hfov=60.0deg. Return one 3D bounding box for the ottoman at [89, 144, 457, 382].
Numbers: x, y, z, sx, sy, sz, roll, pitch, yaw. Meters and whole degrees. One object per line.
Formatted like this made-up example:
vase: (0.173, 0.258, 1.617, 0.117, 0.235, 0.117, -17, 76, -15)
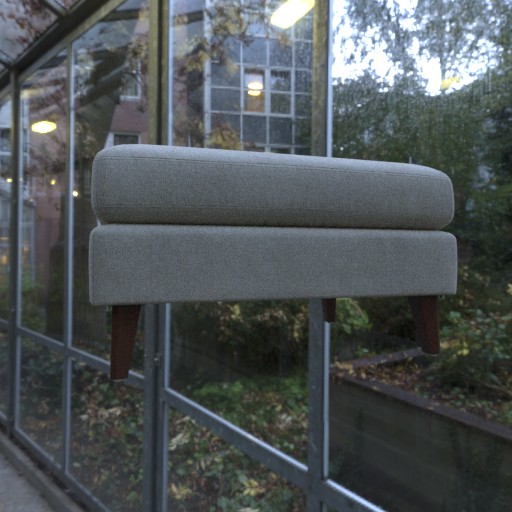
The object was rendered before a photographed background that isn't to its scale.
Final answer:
ottoman: (0.000, 0.000, 1.208, 0.823, 0.478, 0.610, 0, 0, -17)
